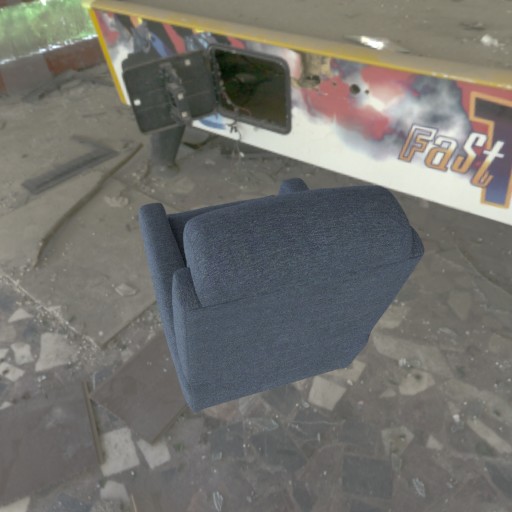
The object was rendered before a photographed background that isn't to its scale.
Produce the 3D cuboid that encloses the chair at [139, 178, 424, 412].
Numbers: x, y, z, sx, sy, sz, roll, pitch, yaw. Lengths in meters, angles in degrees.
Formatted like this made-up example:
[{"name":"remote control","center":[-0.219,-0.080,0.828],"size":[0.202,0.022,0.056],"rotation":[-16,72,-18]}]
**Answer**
[{"name":"chair","center":[0.000,0.000,1.706],"size":[0.798,1.013,1.043],"rotation":[-12,42,-14]}]
